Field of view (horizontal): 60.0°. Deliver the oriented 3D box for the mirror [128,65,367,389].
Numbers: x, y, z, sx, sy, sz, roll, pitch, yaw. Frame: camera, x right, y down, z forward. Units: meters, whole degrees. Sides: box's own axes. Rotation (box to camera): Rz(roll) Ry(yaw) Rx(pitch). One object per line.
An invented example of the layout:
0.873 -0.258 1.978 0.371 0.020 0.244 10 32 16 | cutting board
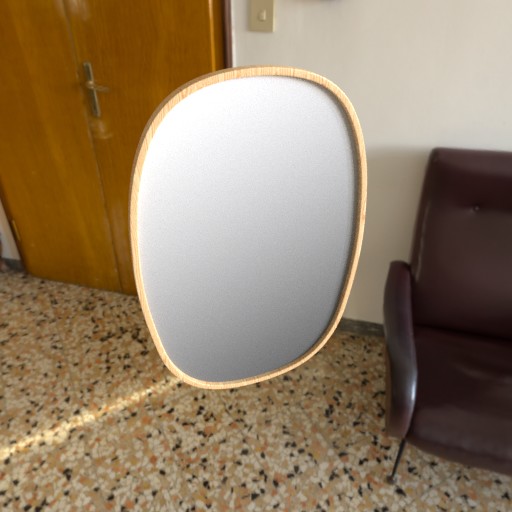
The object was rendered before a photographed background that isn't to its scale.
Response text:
0.000 0.000 1.348 0.724 1.075 0.037 -11 34 -17 | mirror
